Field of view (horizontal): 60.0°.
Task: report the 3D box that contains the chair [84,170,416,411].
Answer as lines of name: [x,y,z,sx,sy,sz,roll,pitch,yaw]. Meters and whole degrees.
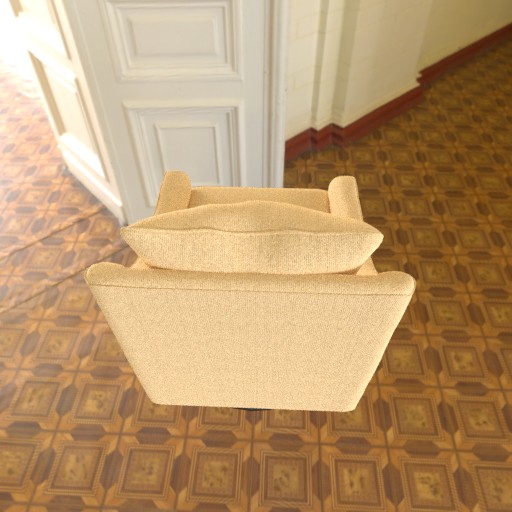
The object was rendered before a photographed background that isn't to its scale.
chair: [0.000,0.000,1.526,0.760,0.927,0.876,2,47,2]
